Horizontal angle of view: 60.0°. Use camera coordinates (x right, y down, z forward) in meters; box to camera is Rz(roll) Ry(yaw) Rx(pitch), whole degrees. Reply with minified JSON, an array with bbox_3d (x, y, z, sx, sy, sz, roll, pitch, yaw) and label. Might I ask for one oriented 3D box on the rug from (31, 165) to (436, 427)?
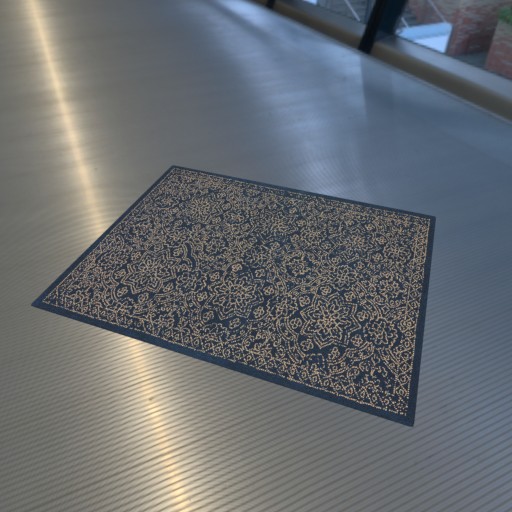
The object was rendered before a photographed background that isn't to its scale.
[{"bbox_3d":[0.000,0.000,4.091,3.048,0.010,2.438,14,43,15],"label":"rug"}]
